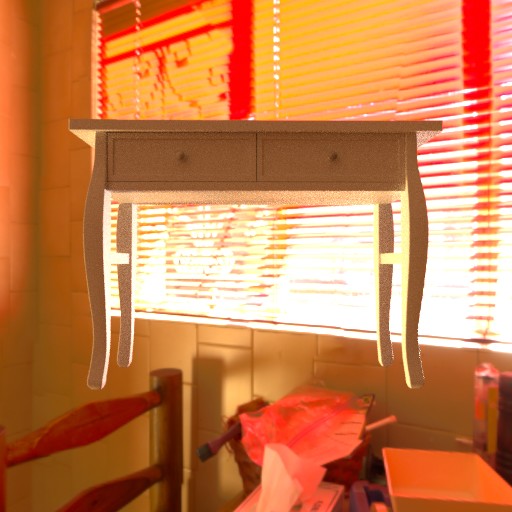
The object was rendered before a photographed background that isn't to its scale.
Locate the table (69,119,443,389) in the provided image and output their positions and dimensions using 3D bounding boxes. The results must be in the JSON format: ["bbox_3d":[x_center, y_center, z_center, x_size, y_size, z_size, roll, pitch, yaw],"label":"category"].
[{"bbox_3d":[0.000,0.000,1.429,1.062,0.768,0.373,0,-1,-1],"label":"table"}]
